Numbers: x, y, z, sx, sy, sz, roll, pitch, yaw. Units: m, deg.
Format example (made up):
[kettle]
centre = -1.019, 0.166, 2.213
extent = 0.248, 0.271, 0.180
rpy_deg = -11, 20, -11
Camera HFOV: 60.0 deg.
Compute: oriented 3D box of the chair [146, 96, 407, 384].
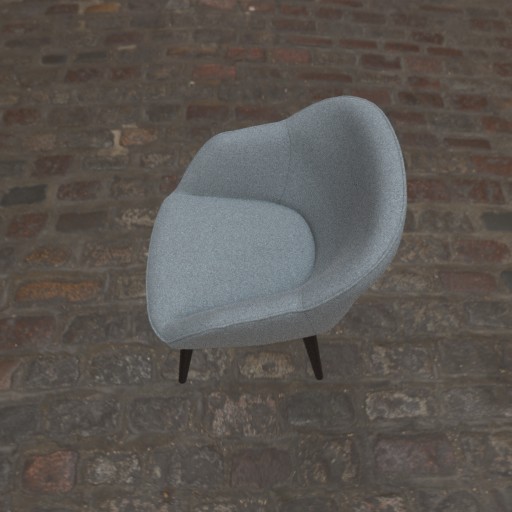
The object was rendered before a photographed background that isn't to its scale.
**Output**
[chair]
centre = 0.000, 0.000, 1.253
extent = 0.611, 0.810, 0.589
rpy_deg = -1, 59, -1
